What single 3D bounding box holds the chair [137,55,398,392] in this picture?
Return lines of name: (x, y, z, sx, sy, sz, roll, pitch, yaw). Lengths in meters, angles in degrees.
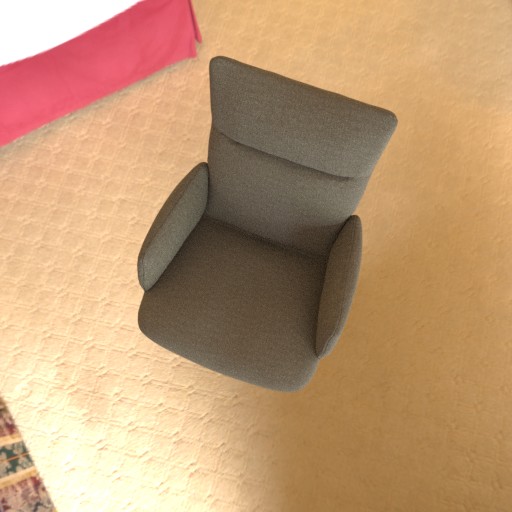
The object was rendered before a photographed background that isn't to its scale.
chair: (0.000, 0.000, 1.552, 0.702, 0.984, 0.831, 20, 75, 5)
